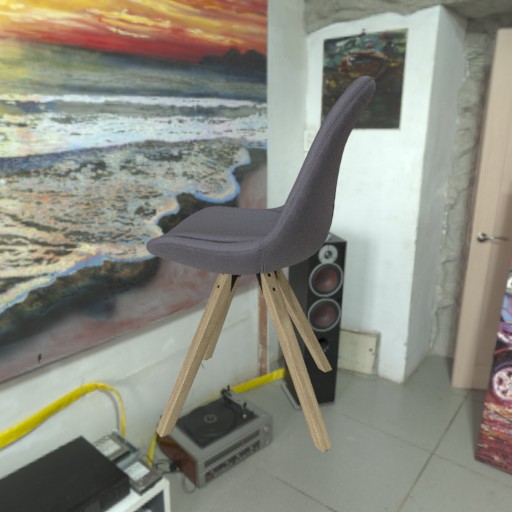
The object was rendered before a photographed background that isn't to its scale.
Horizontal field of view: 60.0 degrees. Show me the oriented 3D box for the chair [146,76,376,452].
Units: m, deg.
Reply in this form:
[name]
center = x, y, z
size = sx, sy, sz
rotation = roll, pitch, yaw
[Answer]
[chair]
center = 0.000, 0.000, 1.188
size = 0.547, 0.865, 0.483
rotation = 3, 16, 9
